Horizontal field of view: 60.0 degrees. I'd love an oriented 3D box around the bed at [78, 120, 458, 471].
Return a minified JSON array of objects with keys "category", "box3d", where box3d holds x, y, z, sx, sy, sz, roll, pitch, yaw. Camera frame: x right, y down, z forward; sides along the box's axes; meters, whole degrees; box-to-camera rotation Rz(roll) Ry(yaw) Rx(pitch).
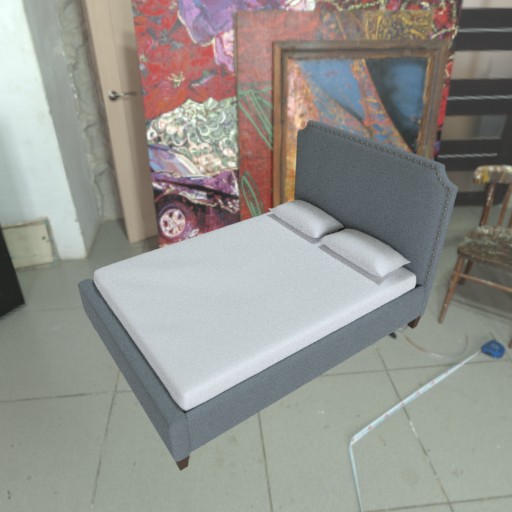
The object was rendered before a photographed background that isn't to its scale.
[{"category":"bed","box3d":[0.000,0.000,3.459,2.372,1.443,1.712,-21,38,-29]}]
